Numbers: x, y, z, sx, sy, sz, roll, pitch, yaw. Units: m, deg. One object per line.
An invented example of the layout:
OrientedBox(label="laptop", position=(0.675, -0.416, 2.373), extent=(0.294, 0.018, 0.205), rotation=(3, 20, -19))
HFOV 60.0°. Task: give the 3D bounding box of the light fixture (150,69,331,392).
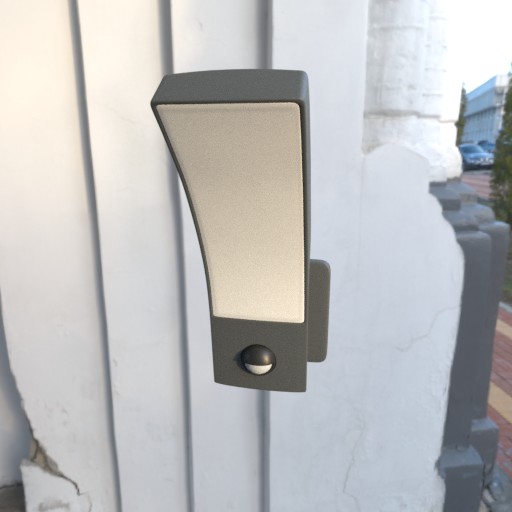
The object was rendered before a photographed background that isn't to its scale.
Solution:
OrientedBox(label="light fixture", position=(0.000, 0.000, 0.334), extent=(0.108, 0.243, 0.174), rotation=(3, 15, 11))
